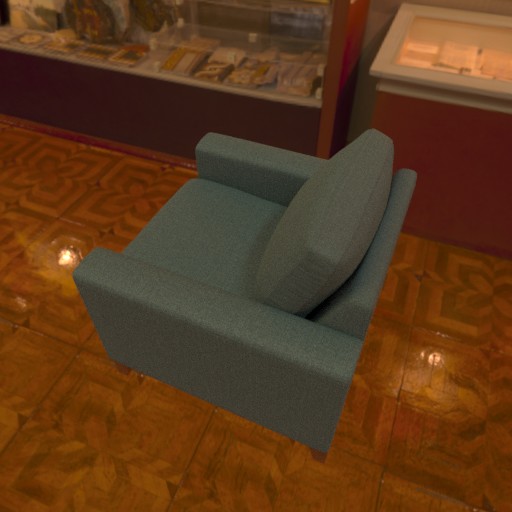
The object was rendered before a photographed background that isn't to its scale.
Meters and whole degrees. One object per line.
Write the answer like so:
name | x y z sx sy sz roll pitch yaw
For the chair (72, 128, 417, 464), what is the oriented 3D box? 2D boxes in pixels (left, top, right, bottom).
chair | 0.000 0.000 1.848 1.038 1.010 1.024 18 49 16
